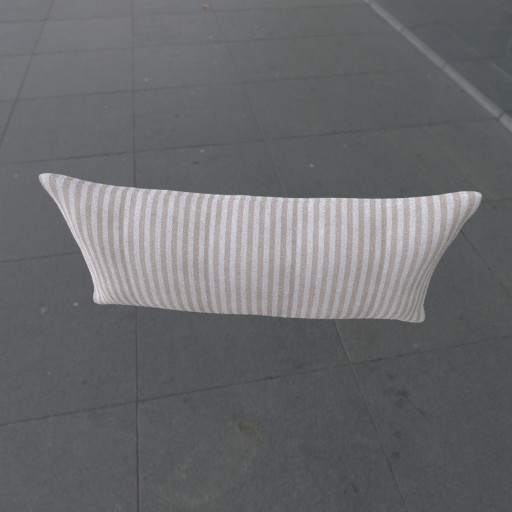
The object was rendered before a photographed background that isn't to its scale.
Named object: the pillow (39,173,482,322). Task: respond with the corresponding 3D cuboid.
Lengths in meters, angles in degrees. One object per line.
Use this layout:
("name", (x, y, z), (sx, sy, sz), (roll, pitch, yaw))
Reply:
("pillow", (0.000, 0.000, 0.719), (0.617, 0.295, 0.151), (3, 47, 3))
